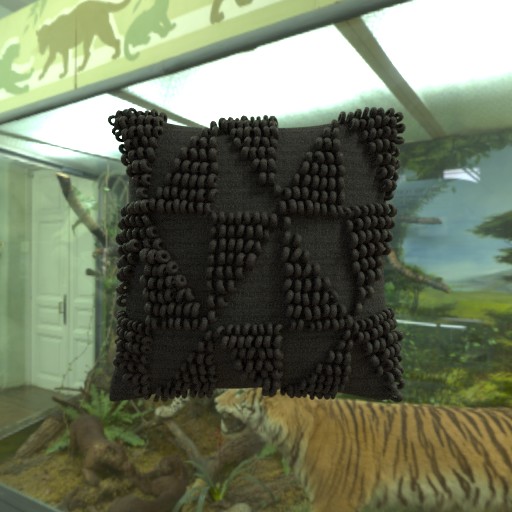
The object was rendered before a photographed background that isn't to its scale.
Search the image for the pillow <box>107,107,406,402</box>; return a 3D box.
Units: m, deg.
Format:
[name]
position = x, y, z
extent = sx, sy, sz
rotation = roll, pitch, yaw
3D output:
[pillow]
position = 0.000, 0.000, 0.699
extent = 0.470, 0.467, 0.172
rotation = 0, 0, 1
